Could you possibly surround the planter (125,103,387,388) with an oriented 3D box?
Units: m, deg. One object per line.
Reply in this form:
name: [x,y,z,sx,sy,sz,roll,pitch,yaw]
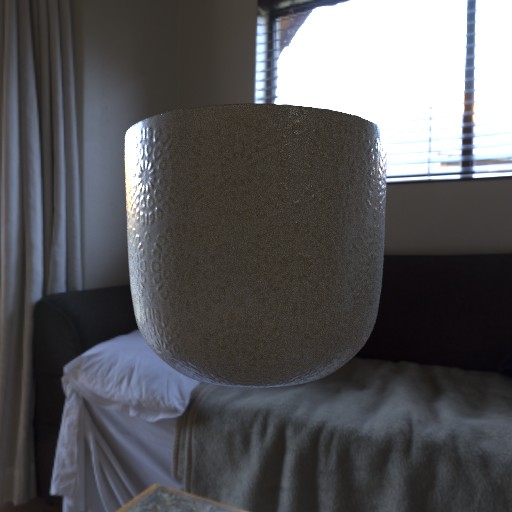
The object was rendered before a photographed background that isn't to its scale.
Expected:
planter: [0.000,0.000,0.301,0.170,0.152,0.170,0,1,0]
